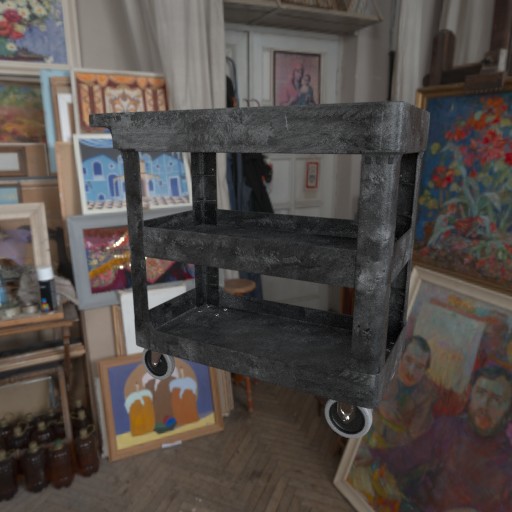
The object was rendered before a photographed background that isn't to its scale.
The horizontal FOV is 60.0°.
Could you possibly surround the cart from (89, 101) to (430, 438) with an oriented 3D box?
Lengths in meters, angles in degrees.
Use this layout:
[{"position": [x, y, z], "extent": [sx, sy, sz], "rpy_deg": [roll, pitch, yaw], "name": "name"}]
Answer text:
[{"position": [0.000, 0.000, 1.342], "extent": [0.877, 0.824, 0.420], "rpy_deg": [7, 16, 27], "name": "cart"}]
